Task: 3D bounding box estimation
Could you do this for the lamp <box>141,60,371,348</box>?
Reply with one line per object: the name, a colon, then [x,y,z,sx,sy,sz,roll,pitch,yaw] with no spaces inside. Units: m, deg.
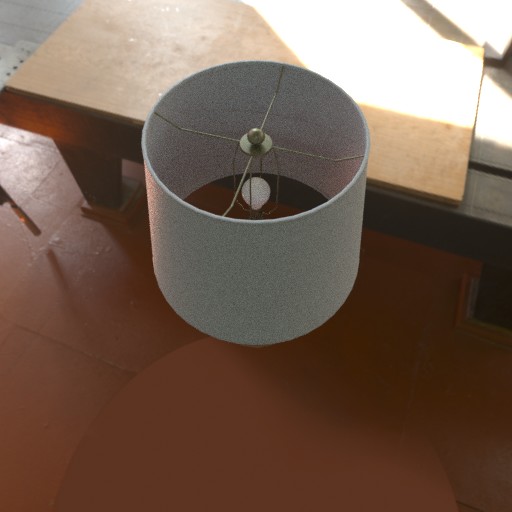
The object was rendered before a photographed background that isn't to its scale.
lamp: [0.000,0.000,0.537,0.239,0.399,0.239,0,59,0]
